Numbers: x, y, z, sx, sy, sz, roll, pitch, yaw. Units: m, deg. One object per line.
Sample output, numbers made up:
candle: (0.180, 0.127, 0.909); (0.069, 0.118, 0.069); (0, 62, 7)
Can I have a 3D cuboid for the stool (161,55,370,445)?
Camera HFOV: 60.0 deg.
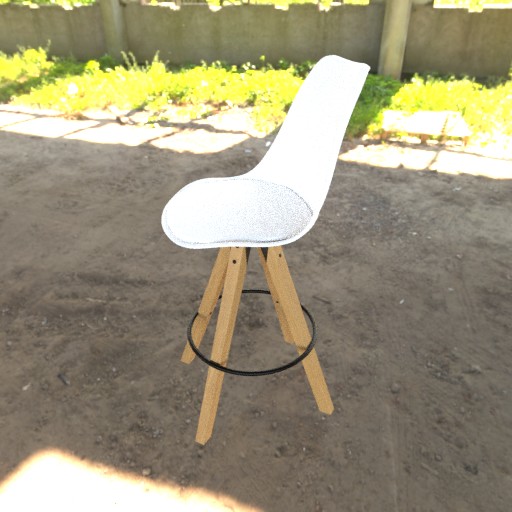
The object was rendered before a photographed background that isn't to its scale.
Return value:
stool: (0.000, 0.000, 1.385); (0.549, 1.115, 0.482); (-8, 32, -13)
